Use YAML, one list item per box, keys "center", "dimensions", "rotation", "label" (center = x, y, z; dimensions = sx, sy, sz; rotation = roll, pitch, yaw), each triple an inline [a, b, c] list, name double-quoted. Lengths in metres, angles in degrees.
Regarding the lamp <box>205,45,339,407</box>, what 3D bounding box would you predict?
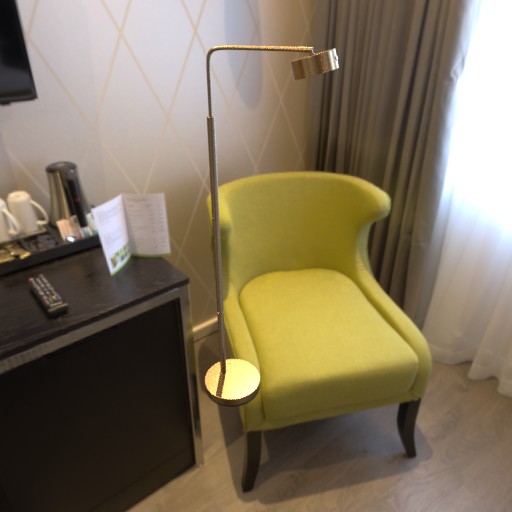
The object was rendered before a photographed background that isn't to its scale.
- center: [0.000, 0.000, 1.434]
  dimensions: [0.418, 1.230, 0.219]
  rotation: [10, 31, 18]
  label: "lamp"
